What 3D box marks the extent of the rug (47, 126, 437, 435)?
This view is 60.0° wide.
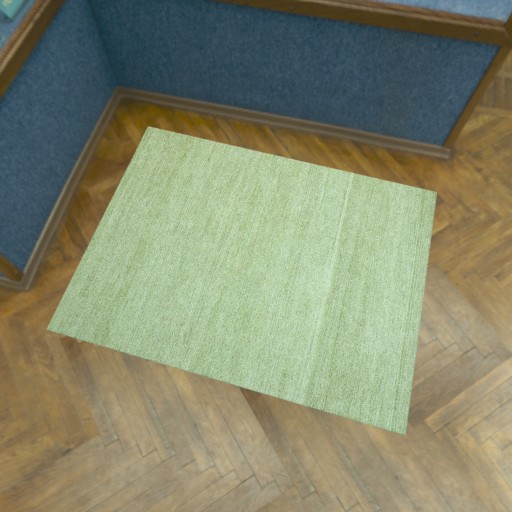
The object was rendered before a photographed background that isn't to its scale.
[{"bbox_3d":[0.000,0.000,4.266,3.198,0.016,2.425,14,65,7],"label":"rug"}]
